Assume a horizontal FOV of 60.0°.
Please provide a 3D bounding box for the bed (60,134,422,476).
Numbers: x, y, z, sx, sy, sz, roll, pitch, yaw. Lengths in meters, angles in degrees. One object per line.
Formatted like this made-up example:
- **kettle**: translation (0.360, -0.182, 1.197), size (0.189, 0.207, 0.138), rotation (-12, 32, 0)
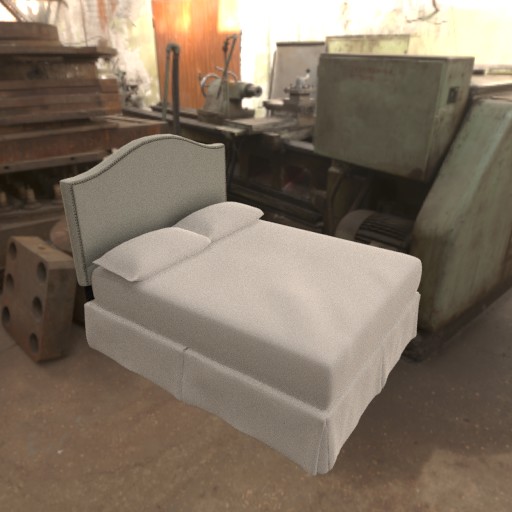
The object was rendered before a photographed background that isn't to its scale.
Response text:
- **bed**: translation (0.000, 0.000, 3.388), size (2.180, 1.607, 1.813), rotation (16, 29, 31)
